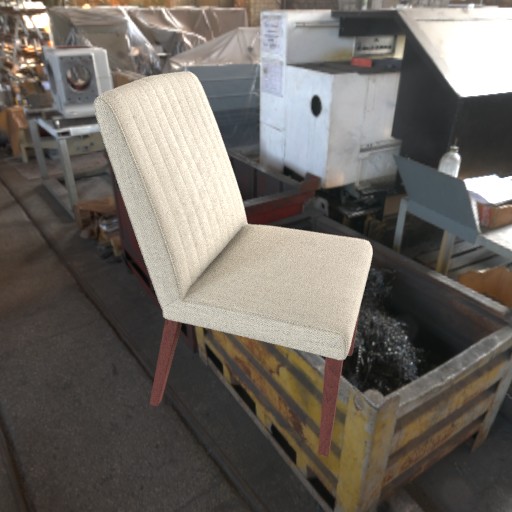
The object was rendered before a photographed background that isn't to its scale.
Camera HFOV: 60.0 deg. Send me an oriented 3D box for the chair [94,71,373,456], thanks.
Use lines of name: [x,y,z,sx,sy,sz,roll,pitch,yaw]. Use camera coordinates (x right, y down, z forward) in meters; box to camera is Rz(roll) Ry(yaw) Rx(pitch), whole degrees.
chair: [0.000,0.000,1.220,0.594,0.900,0.480,10,31,17]
